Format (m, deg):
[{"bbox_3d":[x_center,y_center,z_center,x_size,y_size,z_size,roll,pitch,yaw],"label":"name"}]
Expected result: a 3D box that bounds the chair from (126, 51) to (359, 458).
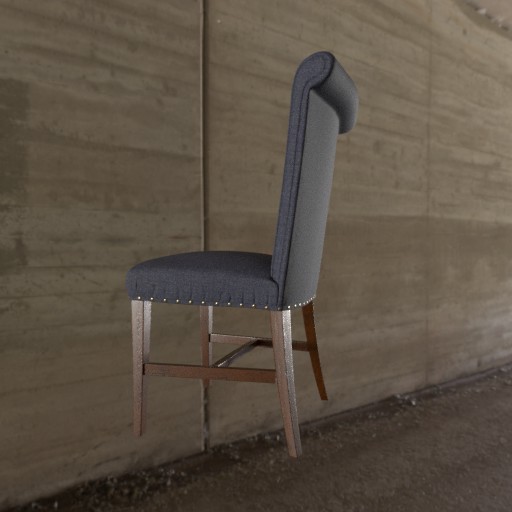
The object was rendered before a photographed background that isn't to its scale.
[{"bbox_3d":[0.000,0.000,1.365,0.608,0.988,0.513,0,1,18],"label":"chair"}]
